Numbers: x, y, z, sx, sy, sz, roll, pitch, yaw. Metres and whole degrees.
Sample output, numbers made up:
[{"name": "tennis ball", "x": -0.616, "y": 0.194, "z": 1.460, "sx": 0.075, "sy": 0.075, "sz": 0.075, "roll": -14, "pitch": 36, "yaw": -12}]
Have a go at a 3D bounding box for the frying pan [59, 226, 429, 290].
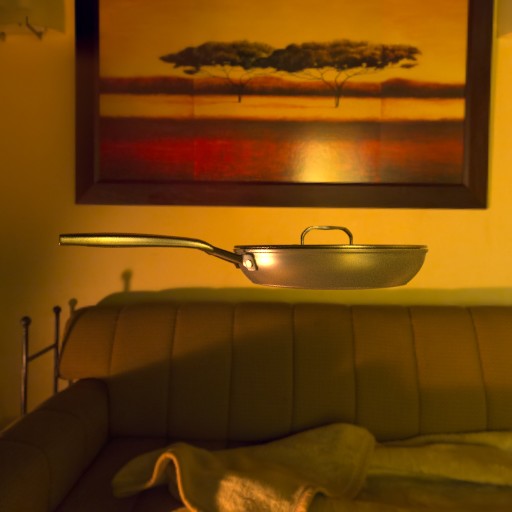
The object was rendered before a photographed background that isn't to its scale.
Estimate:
[{"name": "frying pan", "x": 0.000, "y": 0.000, "z": 0.604, "sx": 0.490, "sy": 0.086, "sz": 0.272, "roll": 0, "pitch": 1, "yaw": -19}]
